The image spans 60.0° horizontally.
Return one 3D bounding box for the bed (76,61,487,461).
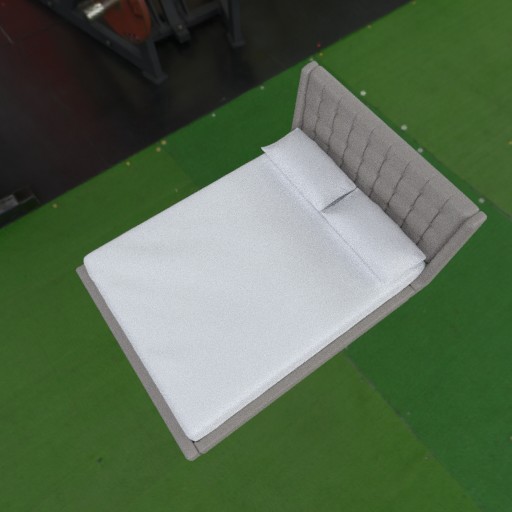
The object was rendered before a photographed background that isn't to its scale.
[{"bbox_3d":[0.000,0.000,3.147,2.232,1.147,1.656,-33,68,-15],"label":"bed"}]
